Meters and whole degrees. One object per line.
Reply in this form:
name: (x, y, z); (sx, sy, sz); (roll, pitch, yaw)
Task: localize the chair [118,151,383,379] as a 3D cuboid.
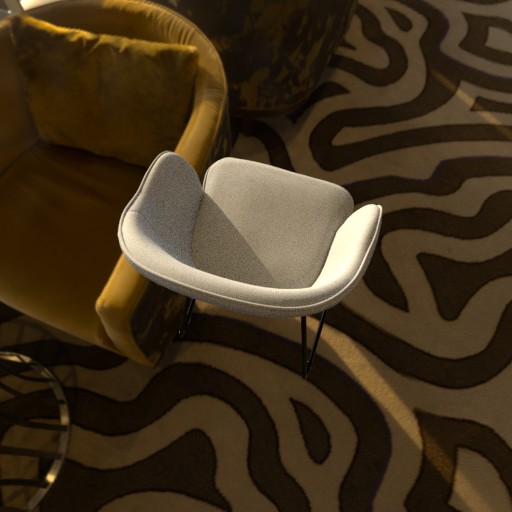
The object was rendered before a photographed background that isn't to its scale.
chair: (0.000, 0.000, 1.232); (0.570, 0.817, 0.592); (16, 64, 8)
